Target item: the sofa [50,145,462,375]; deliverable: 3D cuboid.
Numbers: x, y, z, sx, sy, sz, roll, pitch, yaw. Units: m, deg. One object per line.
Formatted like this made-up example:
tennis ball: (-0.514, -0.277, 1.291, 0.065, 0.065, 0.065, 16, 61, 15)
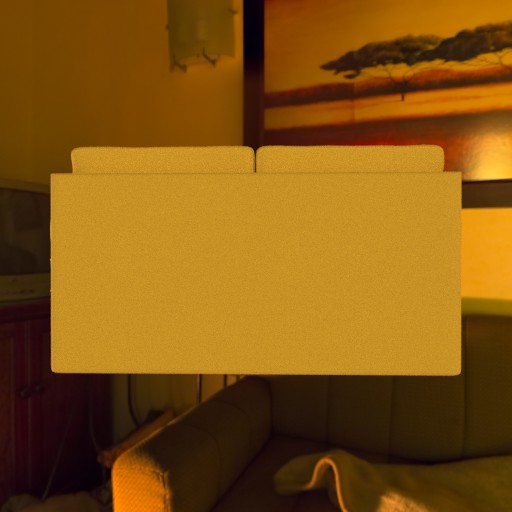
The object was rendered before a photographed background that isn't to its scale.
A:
sofa: (0.000, 0.000, 2.231, 1.727, 0.940, 0.991, 0, 0, 1)
